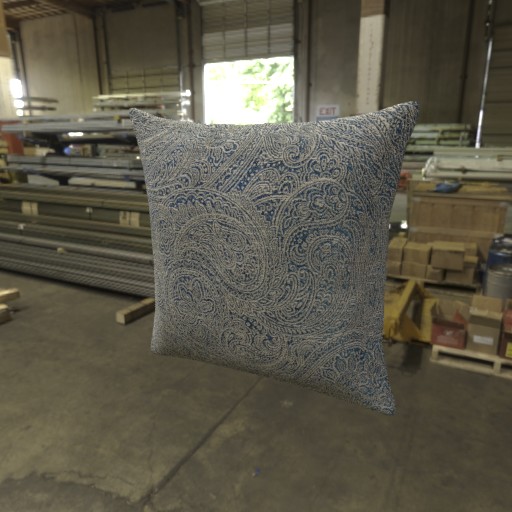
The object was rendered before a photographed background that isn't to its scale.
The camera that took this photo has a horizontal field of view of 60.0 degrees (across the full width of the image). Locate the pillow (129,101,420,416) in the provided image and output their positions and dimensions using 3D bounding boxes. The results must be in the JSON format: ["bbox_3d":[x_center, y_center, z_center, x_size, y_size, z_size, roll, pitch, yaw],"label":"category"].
[{"bbox_3d":[0.000,0.000,0.791,0.523,0.510,0.166,8,18,25],"label":"pillow"}]
